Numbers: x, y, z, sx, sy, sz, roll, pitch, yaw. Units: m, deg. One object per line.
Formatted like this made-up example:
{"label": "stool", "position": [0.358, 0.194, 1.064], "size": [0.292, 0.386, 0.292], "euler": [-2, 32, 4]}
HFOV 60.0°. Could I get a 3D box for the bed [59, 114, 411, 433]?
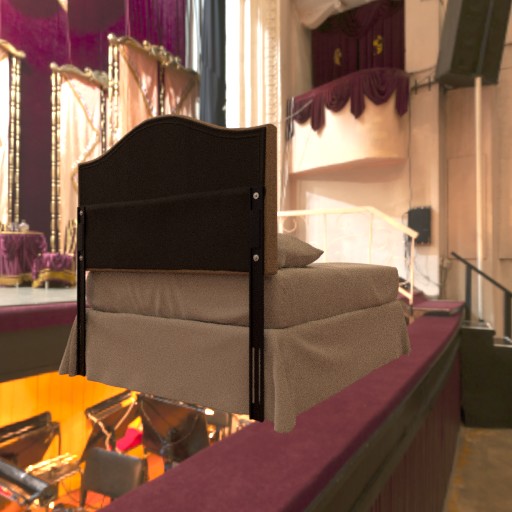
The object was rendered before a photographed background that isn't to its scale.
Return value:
{"label": "bed", "position": [0.000, 0.000, 3.439], "size": [1.876, 1.645, 2.221], "euler": [0, 0, 35]}
